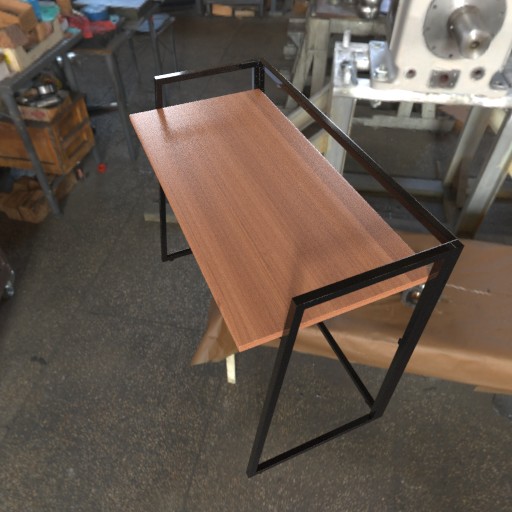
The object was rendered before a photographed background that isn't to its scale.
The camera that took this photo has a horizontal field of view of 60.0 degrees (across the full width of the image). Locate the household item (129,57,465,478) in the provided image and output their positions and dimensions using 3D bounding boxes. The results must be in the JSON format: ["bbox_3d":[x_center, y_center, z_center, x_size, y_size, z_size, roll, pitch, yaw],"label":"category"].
[{"bbox_3d":[0.000,0.000,1.509,0.510,0.860,1.050,-18,49,-16],"label":"household item"}]
